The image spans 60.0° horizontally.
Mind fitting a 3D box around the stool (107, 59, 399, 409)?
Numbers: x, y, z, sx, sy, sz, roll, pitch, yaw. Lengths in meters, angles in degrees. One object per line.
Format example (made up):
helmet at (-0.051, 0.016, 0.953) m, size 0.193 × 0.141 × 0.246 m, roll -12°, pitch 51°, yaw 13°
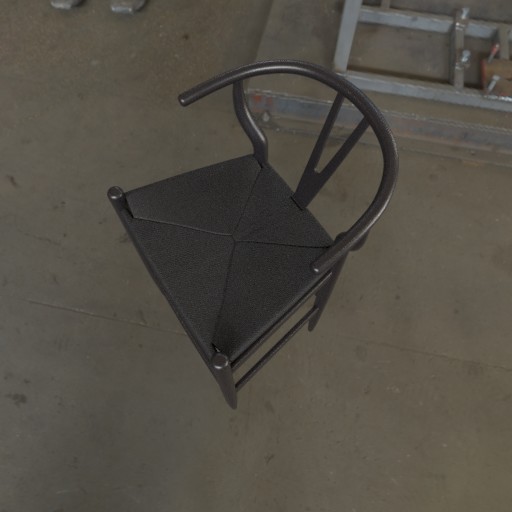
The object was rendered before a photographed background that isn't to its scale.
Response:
stool at (0.000, 0.000, 1.330) m, size 0.579 × 0.970 × 0.569 m, roll -31°, pitch 68°, yaw -14°
